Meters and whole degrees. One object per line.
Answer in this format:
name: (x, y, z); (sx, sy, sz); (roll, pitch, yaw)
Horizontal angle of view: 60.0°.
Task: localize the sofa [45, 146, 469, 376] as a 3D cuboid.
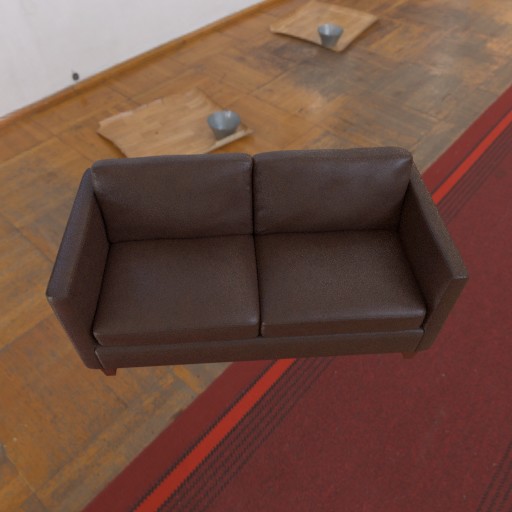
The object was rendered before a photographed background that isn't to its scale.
sofa: (0.000, 0.000, 2.434); (1.883, 0.933, 0.951); (-3, 48, -2)
